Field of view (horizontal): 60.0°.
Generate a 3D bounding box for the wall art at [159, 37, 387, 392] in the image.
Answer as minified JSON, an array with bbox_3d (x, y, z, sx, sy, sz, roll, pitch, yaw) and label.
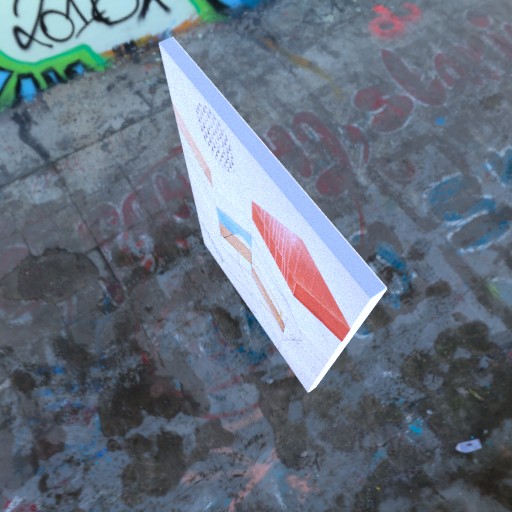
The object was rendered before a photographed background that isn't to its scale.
[{"bbox_3d":[0.000,0.000,1.626,0.046,1.221,0.914,-31,68,-14],"label":"wall art"}]
